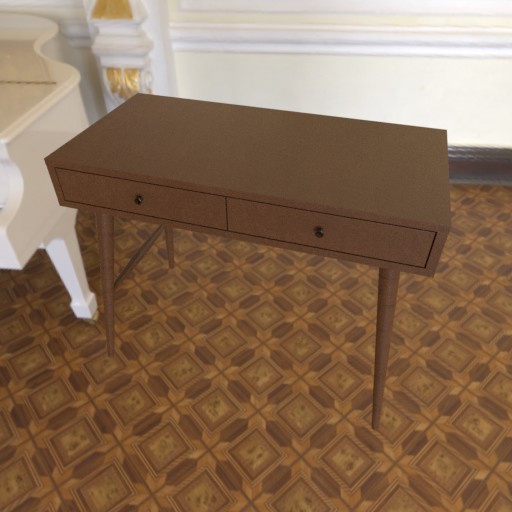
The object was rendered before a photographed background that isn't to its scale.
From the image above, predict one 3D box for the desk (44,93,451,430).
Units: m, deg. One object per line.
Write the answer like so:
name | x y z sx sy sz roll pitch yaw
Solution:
desk | 0.000 0.000 1.393 0.949 0.758 0.510 11 41 13
